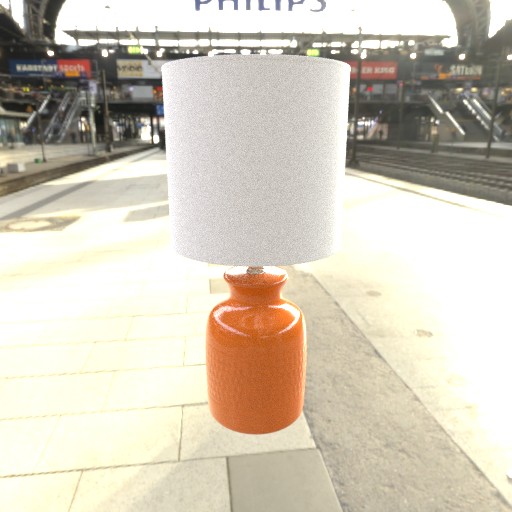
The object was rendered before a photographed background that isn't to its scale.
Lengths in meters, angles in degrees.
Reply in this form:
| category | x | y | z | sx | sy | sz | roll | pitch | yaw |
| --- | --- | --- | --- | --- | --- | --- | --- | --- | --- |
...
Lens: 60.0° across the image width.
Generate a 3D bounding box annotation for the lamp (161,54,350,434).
| category | x | y | z | sx | sy | sz | roll | pitch | yaw |
| --- | --- | --- | --- | --- | --- | --- | --- | --- | --- |
| lamp | 0.000 | 0.000 | 1.116 | 0.418 | 0.871 | 0.418 | -3 | 16 | -9 |
